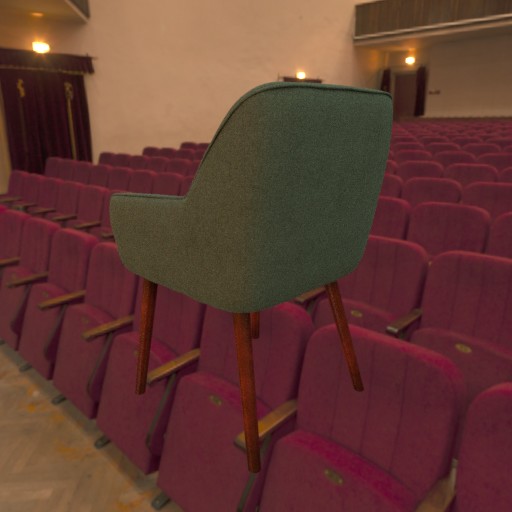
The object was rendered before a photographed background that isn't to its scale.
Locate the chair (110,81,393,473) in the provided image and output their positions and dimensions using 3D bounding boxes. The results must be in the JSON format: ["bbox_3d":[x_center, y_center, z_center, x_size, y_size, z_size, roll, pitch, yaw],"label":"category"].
[{"bbox_3d":[0.000,0.000,1.148,0.519,0.803,0.543,16,23,42],"label":"chair"}]
